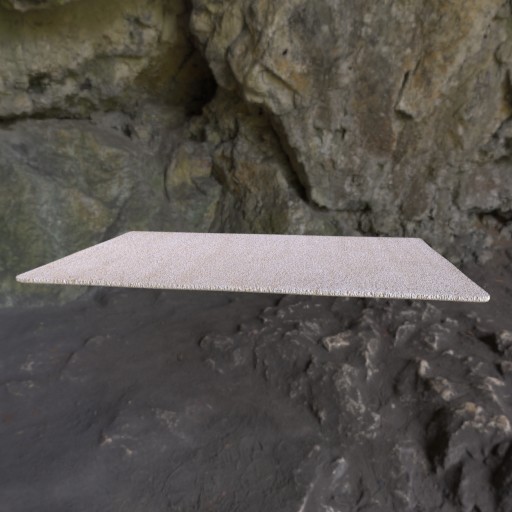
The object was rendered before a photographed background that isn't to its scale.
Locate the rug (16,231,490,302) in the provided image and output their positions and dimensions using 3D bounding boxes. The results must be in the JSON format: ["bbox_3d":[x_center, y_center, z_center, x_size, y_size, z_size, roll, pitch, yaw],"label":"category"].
[{"bbox_3d":[0.000,0.000,2.858,2.349,0.026,1.500,2,13,8],"label":"rug"}]
